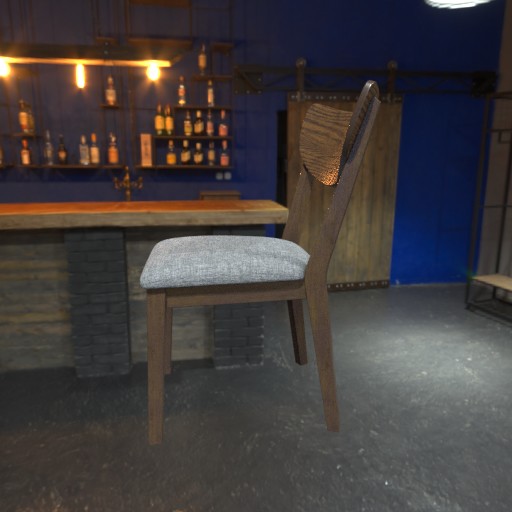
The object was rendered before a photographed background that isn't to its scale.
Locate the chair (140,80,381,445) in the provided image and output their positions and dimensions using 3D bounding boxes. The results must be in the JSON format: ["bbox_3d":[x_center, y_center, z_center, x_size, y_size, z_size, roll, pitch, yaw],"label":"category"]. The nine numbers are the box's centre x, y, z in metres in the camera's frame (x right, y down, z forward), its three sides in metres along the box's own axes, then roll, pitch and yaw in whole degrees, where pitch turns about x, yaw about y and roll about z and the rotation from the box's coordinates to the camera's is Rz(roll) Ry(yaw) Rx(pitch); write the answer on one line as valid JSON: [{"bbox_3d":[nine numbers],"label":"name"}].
[{"bbox_3d":[0.000,0.000,1.219,0.583,0.849,0.491,-2,13,-7],"label":"chair"}]
